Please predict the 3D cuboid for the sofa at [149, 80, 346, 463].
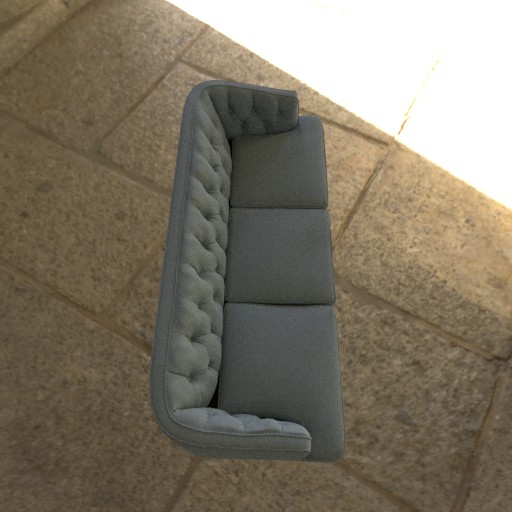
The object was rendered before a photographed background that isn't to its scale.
[{"bbox_3d":[0.000,0.000,2.710,0.941,0.855,2.278,1,62,0],"label":"sofa"}]
